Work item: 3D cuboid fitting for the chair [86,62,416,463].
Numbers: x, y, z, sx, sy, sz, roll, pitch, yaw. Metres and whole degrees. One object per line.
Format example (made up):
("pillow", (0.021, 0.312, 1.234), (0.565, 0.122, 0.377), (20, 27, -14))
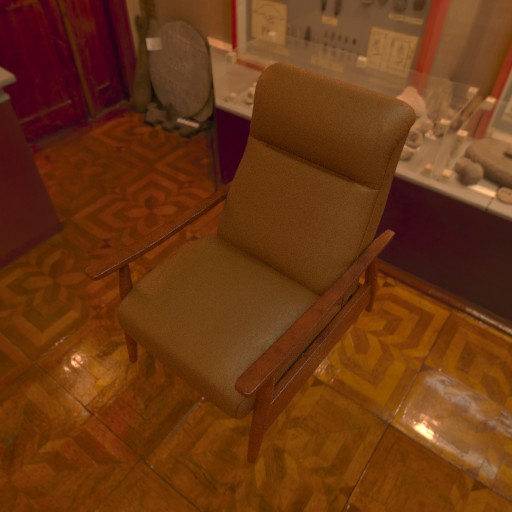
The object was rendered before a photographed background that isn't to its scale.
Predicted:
("chair", (0.000, 0.000, 1.745), (0.762, 1.082, 1.014), (30, 53, 26))
